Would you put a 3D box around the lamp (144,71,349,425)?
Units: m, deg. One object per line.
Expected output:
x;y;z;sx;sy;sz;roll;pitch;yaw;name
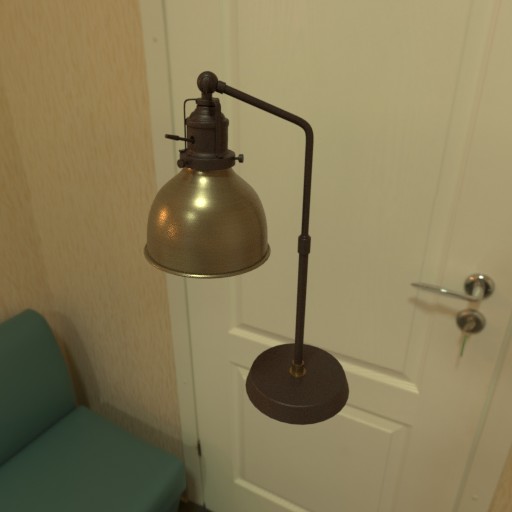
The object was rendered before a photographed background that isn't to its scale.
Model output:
0.000;0.000;0.607;0.298;0.469;0.175;0;26;-1;lamp
